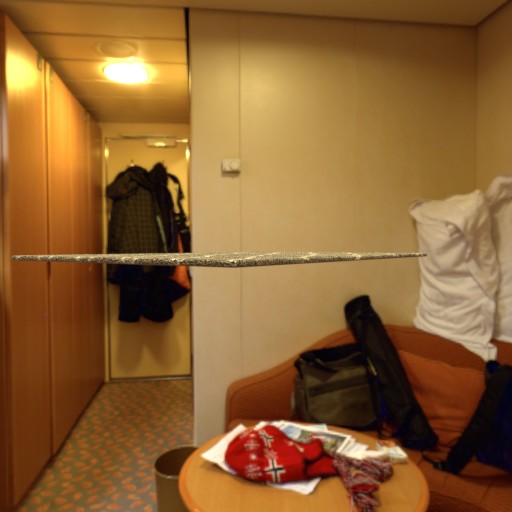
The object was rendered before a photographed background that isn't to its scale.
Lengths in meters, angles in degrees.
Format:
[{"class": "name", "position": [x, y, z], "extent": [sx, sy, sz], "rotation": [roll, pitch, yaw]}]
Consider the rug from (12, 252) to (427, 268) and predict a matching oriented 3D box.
[{"class": "rug", "position": [0.000, 0.000, 3.337], "extent": [1.778, 0.030, 2.743], "rotation": [1, 1, 36]}]
